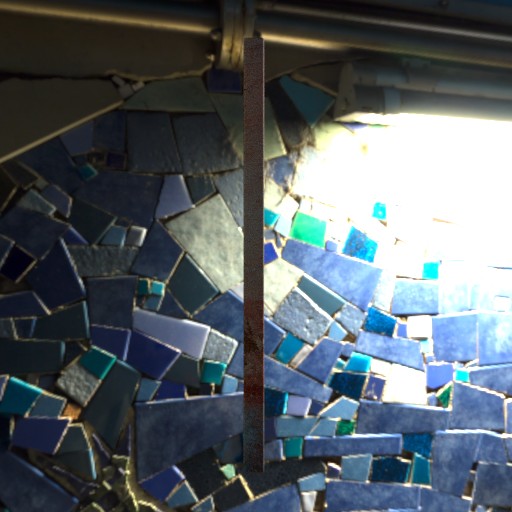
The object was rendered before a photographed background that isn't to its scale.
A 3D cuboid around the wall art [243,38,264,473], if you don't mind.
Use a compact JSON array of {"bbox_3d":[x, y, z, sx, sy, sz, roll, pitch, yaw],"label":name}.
[{"bbox_3d":[0.000,0.000,1.130,0.035,0.747,0.747,0,0,1],"label":"wall art"}]
